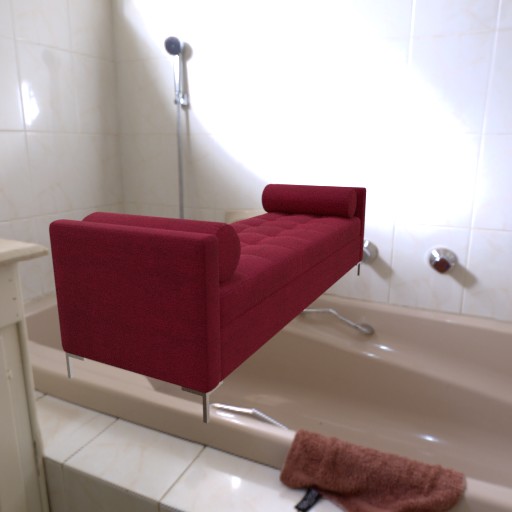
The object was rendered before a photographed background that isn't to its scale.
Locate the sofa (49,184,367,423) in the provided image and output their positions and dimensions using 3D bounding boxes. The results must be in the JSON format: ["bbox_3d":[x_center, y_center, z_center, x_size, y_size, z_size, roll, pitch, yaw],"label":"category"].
[{"bbox_3d":[0.000,0.000,2.373,0.686,0.635,1.981,7,15,26],"label":"sofa"}]
